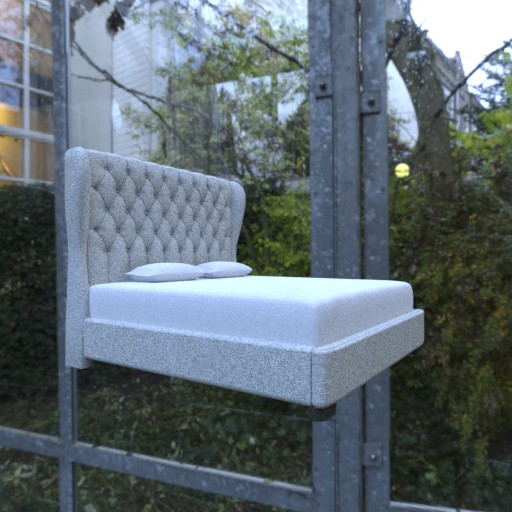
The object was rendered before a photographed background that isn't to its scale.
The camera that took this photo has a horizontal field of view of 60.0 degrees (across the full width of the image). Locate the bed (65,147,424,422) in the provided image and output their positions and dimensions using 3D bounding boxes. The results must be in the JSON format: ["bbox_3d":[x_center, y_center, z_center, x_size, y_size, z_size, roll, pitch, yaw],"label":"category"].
[{"bbox_3d":[0.000,0.000,3.849,2.347,1.771,2.219,0,0,34],"label":"bed"}]
